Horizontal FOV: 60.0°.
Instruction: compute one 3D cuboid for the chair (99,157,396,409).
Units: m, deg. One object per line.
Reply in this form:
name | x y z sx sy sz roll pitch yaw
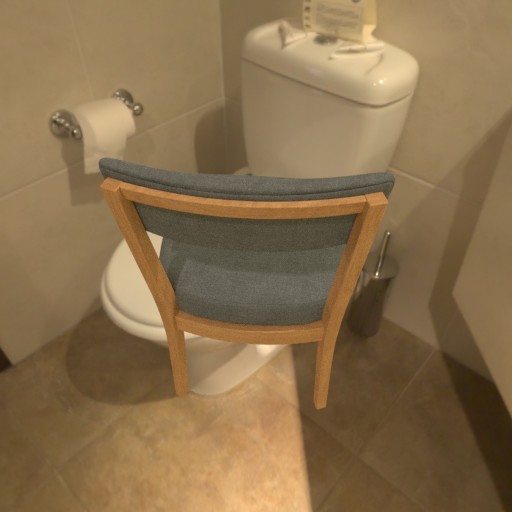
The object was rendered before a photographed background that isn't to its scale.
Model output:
chair | 0.000 0.000 1.151 0.508 0.832 0.572 4 45 4
